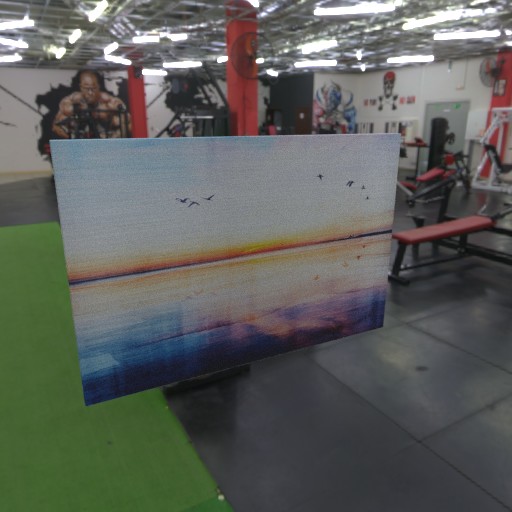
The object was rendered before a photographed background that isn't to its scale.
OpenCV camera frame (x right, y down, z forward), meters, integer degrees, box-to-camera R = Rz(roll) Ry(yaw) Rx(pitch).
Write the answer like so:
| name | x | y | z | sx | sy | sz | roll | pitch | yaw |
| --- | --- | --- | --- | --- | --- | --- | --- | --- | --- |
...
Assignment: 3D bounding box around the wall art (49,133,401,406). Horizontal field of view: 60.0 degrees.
| name | x | y | z | sx | sy | sz | roll | pitch | yaw |
| --- | --- | --- | --- | --- | --- | --- | --- | --- | --- |
| wall art | 0.000 | 0.000 | 1.447 | 1.137 | 0.756 | 0.034 | -9 | 19 | -26 |
